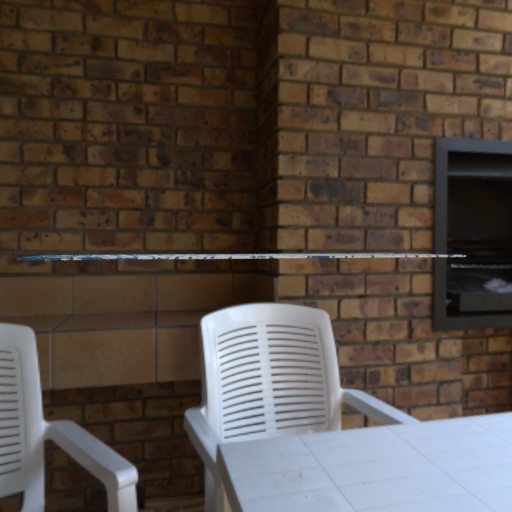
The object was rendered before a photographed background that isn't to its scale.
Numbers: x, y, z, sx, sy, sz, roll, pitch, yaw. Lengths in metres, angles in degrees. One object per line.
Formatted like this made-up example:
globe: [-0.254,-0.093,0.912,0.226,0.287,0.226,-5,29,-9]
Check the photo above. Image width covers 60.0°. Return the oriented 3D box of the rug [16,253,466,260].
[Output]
rug: [0.000,0.000,2.649,2.435,0.011,0.750,0,1,-19]
